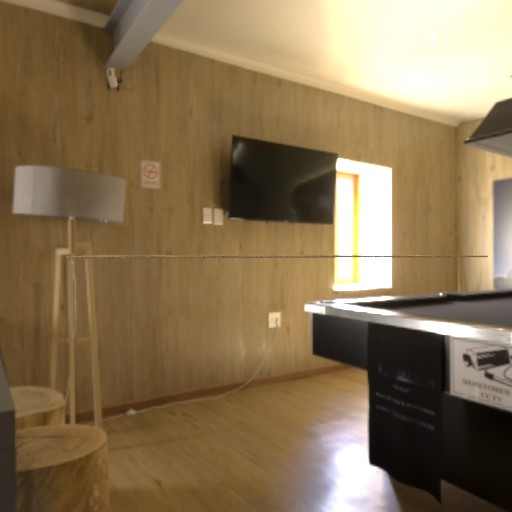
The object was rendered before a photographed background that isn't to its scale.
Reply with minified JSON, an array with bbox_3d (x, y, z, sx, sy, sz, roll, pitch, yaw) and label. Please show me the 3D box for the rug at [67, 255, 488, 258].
[{"bbox_3d":[0.000,0.000,4.180,3.072,0.011,2.451,0,0,-18],"label":"rug"}]
